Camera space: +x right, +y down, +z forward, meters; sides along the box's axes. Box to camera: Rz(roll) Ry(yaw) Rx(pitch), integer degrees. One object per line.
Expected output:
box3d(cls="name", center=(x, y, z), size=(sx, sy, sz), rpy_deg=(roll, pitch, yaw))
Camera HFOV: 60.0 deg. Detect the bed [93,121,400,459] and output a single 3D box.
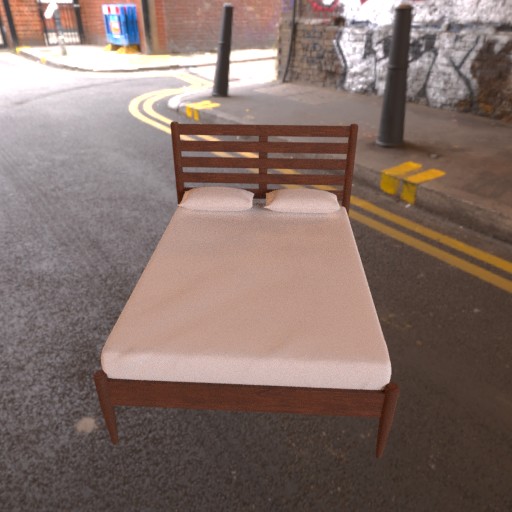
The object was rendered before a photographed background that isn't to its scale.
box3d(cls="bed", center=(0.000, 0.000, 2.990), size=(1.509, 1.304, 2.093), rpy_deg=(2, 29, 3))
